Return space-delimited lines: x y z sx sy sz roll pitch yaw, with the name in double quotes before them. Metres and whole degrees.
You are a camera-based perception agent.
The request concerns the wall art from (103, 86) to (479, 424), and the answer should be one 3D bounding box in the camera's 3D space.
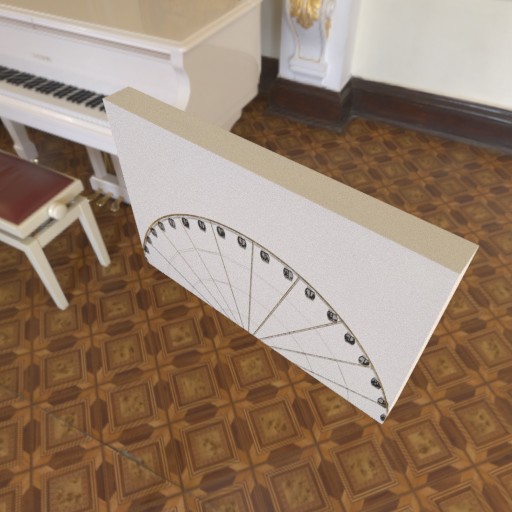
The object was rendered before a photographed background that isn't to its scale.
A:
"wall art" 0.000 0.000 0.484 0.384 0.254 0.039 31 54 25
